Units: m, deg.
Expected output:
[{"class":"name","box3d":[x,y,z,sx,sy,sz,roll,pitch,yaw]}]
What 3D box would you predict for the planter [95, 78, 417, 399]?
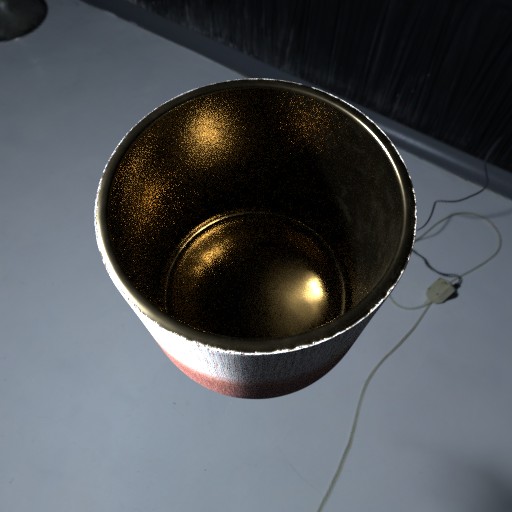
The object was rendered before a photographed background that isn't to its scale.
[{"class":"planter","box3d":[0.000,0.000,0.312,0.178,0.157,0.178,0,65,0]}]
